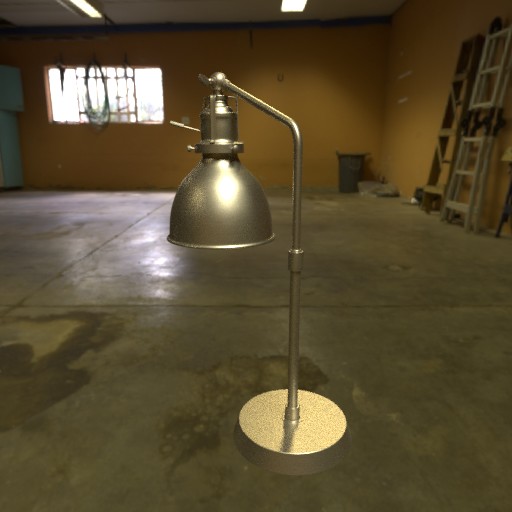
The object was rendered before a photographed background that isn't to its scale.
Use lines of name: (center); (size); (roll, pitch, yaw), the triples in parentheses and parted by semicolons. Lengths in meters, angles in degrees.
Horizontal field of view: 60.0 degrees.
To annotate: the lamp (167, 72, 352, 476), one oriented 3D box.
lamp: (0.000, 0.000, 0.571); (0.286, 0.456, 0.153); (14, 19, 43)
